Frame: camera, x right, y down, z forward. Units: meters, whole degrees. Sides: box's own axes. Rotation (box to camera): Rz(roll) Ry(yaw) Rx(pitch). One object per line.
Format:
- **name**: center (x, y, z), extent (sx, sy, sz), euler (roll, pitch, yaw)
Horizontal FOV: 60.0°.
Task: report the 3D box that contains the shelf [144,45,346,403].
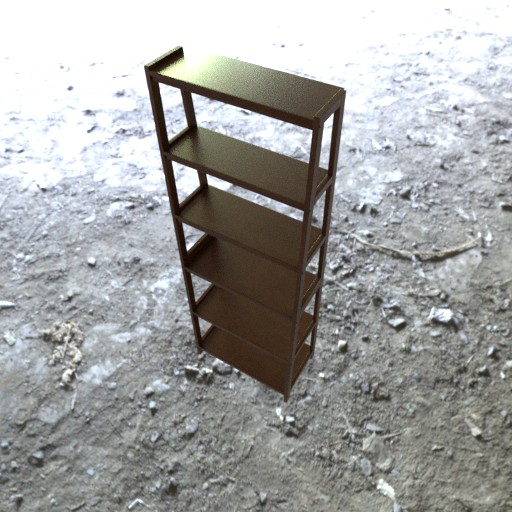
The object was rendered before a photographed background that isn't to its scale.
- **shelf**: center (0.000, 0.000, 2.188), extent (0.660, 1.892, 0.382), euler (24, 52, 20)
